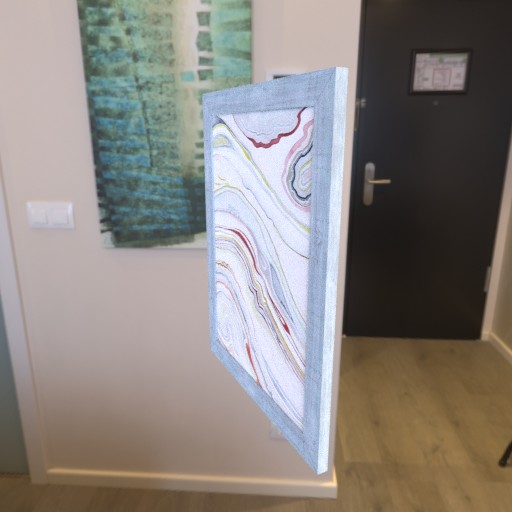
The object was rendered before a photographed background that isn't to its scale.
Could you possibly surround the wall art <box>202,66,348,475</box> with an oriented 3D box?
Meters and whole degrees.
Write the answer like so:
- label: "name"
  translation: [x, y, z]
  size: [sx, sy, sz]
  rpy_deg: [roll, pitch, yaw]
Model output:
- label: "wall art"
  translation: [0.000, 0.000, 0.845]
  size: [0.020, 0.613, 0.481]
  rpy_deg: [-8, 18, -26]
